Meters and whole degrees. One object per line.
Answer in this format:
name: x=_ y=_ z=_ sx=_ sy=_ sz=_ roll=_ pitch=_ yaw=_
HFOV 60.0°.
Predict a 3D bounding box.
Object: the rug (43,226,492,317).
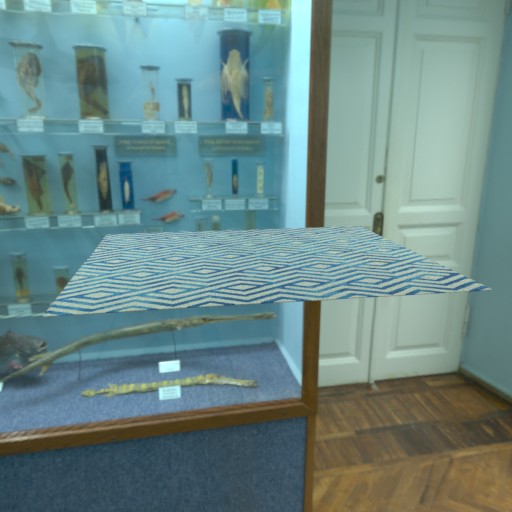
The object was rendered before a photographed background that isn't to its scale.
rug: x=0.000 y=0.000 z=4.127 sx=3.059 sy=0.008 sz=2.453 roll=-2 pitch=15 yaw=-9
